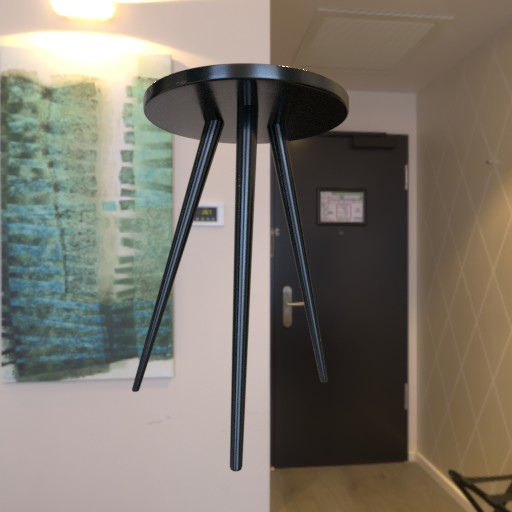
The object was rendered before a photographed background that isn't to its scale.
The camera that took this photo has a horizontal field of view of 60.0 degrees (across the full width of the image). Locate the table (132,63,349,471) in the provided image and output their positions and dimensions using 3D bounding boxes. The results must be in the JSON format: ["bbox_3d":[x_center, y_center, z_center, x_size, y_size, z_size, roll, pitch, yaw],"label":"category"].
[{"bbox_3d":[0.000,0.000,0.830,0.415,0.548,0.403,0,0,-37],"label":"table"}]
